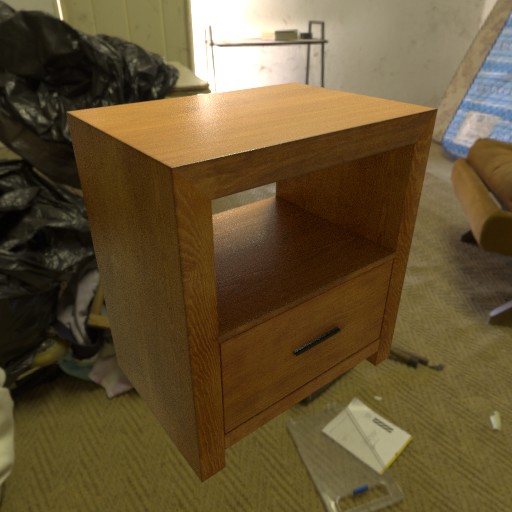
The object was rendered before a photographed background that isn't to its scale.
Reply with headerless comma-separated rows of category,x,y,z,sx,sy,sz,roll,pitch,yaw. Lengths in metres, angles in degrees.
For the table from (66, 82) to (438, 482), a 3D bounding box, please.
table,0.000,0.000,0.951,0.550,0.605,0.400,-21,36,-32
